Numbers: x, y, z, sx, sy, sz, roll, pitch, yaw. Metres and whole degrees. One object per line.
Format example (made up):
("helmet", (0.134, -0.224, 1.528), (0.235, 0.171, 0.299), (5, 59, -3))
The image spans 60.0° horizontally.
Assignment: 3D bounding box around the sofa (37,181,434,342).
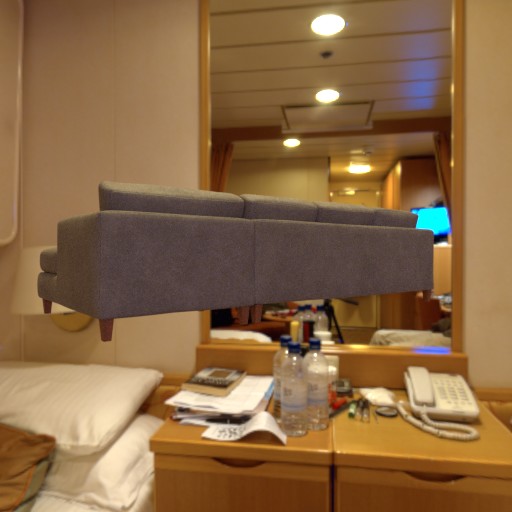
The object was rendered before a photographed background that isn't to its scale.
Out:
("sofa", (0.000, 0.000, 4.132), (3.471, 0.950, 1.604), (0, 1, -38))
